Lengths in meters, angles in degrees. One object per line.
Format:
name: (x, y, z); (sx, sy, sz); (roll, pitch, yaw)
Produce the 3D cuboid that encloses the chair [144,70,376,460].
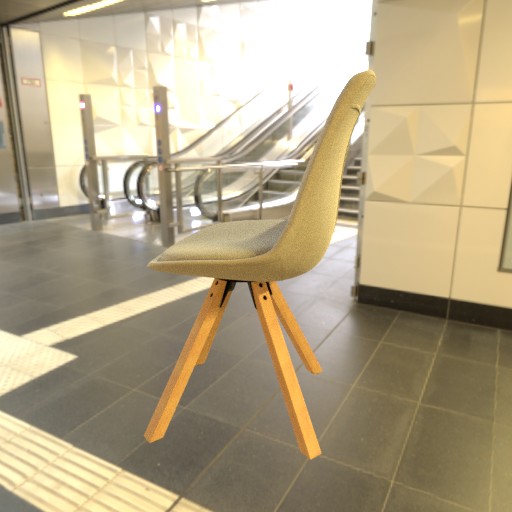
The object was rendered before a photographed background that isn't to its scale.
chair: (0.000, 0.000, 1.159); (0.549, 0.863, 0.474); (2, 15, 9)
